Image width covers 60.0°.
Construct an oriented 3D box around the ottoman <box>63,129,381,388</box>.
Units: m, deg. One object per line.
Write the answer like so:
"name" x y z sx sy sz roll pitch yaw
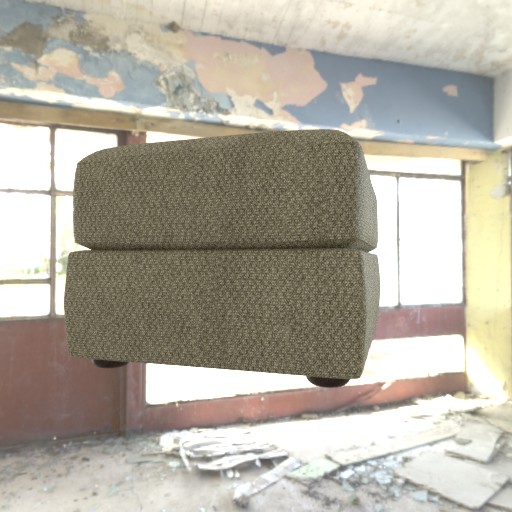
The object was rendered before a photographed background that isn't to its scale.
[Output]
"ottoman" 0.000 0.000 1.152 0.603 0.476 0.751 0 0 17
